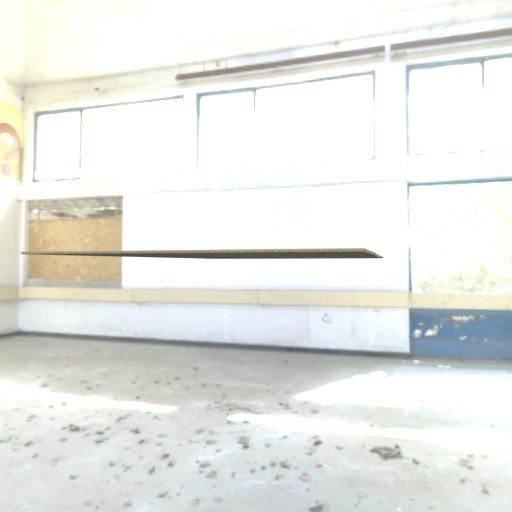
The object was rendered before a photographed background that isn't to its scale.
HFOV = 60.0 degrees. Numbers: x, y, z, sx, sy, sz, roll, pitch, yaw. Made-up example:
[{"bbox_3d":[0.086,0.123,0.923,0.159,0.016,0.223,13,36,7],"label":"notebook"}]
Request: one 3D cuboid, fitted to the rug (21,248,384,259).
[{"bbox_3d":[0.000,0.000,2.310,1.240,0.010,1.824,0,-1,18],"label":"rug"}]
